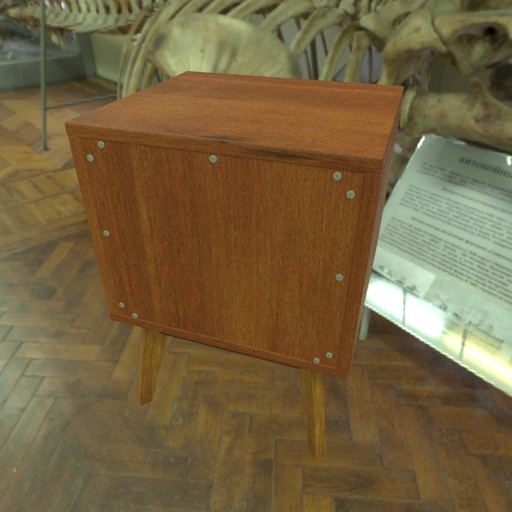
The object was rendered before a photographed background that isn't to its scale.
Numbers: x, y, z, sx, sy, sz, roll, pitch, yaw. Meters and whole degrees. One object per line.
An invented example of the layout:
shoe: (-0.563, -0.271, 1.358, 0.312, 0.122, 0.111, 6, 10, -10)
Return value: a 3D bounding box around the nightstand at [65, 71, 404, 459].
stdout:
nightstand: (0.000, 0.000, 0.915, 0.460, 0.618, 0.411, 11, 35, 16)
